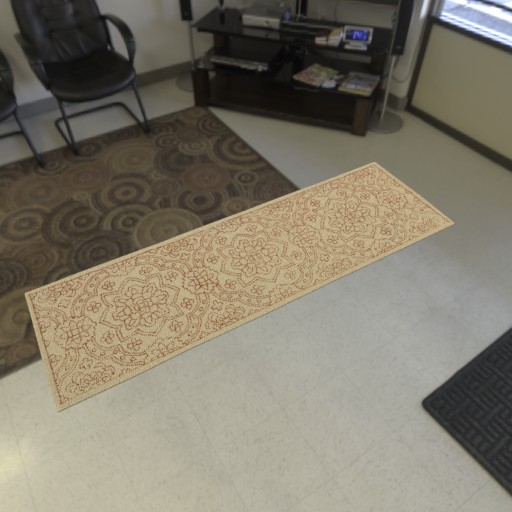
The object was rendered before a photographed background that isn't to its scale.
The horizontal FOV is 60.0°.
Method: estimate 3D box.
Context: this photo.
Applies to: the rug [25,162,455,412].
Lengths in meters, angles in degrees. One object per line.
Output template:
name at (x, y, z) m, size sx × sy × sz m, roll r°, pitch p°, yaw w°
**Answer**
rug at (0.000, 0.000, 2.583) m, size 2.448 × 0.012 × 0.769 m, roll -23°, pitch 51°, yaw -20°
